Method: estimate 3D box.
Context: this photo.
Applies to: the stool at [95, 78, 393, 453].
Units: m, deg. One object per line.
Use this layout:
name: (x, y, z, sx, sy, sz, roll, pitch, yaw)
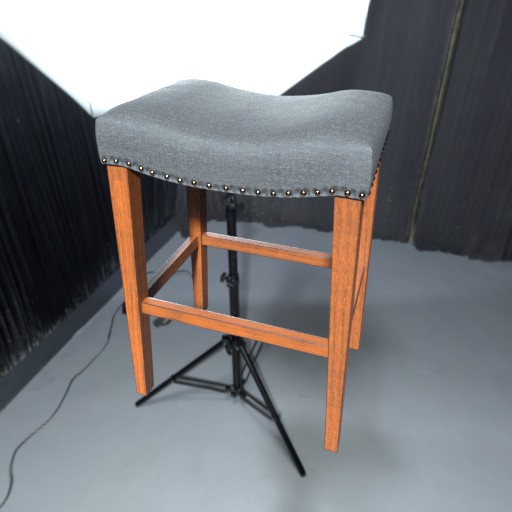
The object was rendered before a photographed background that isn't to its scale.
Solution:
stool: (0.000, 0.000, 0.871, 0.439, 0.612, 0.320, 11, 34, 16)
